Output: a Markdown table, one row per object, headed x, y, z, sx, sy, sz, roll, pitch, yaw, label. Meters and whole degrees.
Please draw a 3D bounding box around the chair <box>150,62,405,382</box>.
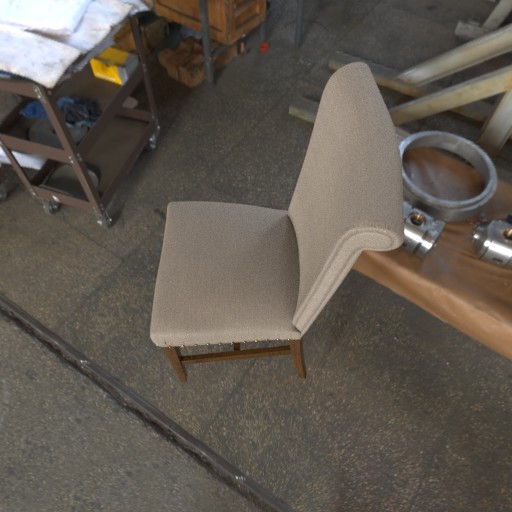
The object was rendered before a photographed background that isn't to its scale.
| x | y | z | sx | sy | sz | roll | pitch | yaw | label |
| --- | --- | --- | --- | --- | --- | --- | --- | --- | --- |
| 0.000 | 0.000 | 1.349 | 0.608 | 0.988 | 0.513 | 0 | 58 | 0 | chair |
